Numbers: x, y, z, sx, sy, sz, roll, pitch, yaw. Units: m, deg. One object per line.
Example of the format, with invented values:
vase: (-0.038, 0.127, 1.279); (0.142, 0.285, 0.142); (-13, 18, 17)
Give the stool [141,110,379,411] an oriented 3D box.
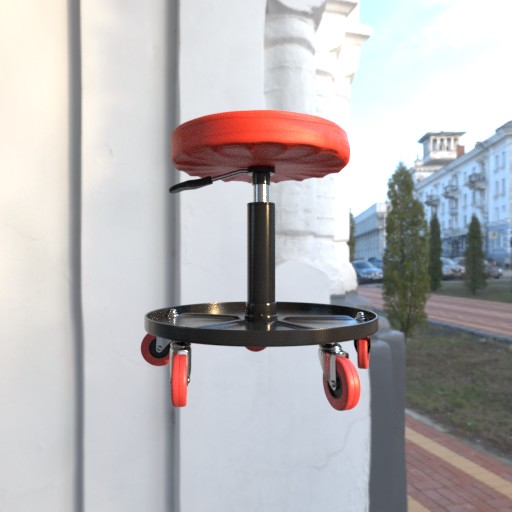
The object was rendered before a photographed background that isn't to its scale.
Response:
stool: (0.000, 0.000, 0.685); (0.382, 0.365, 0.381); (0, 0, 0)
